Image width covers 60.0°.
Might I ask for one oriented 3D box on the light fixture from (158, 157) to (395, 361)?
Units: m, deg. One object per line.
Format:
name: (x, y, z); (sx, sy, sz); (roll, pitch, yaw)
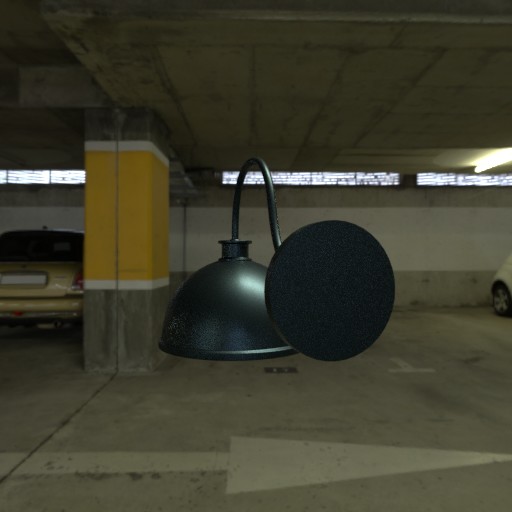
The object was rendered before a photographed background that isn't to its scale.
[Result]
light fixture: (0.000, 0.000, 0.646); (0.253, 0.295, 0.467); (0, 0, -19)
